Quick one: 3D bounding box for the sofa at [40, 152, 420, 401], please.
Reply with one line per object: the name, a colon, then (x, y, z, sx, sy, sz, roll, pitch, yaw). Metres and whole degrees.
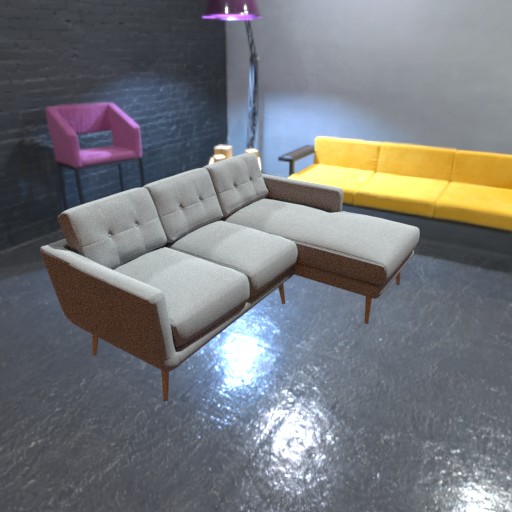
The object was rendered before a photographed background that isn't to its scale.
sofa: (0.000, 0.000, 2.844, 1.530, 0.860, 2.040, 16, 30, 30)
